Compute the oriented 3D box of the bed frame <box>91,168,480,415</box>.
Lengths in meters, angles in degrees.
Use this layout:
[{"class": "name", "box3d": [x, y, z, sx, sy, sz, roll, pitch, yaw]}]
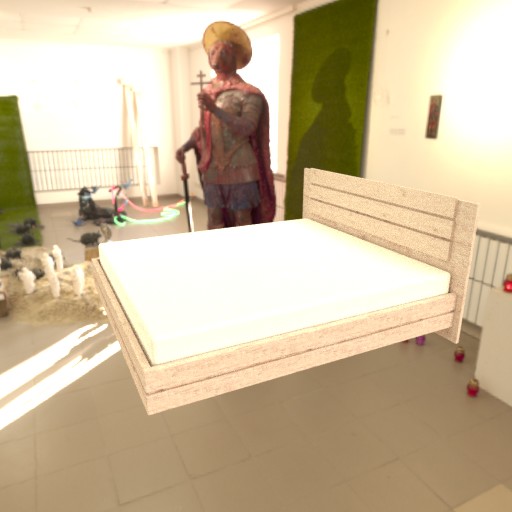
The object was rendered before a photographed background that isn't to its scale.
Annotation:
[{"class": "bed frame", "box3d": [0.000, 0.000, 3.229, 2.080, 0.970, 1.950, -9, 20, -25]}]
